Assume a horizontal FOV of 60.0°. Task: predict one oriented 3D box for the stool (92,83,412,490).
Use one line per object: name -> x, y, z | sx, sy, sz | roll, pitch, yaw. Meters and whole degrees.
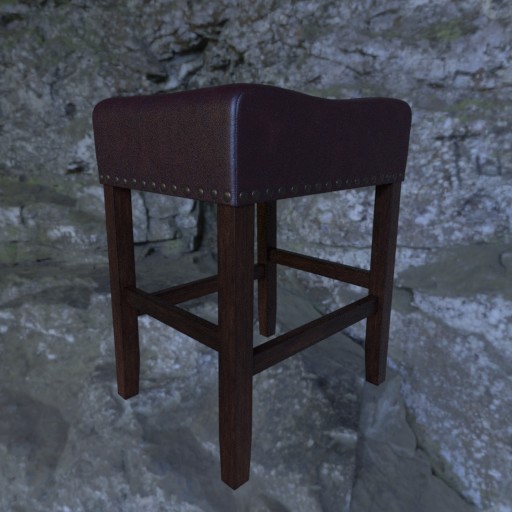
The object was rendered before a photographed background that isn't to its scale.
stool -> 0.000, 0.000, 0.901 | 0.465, 0.608, 0.397 | -15, 21, -42
